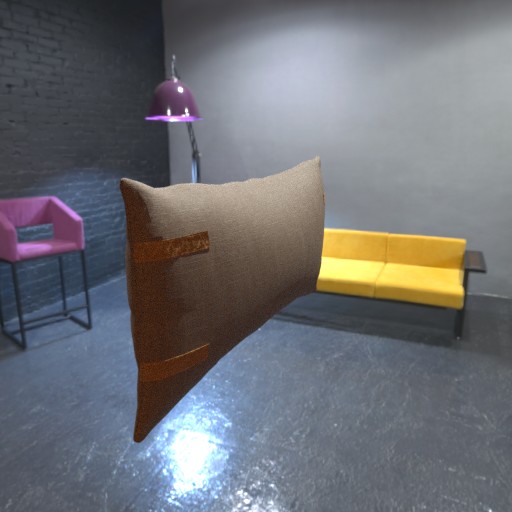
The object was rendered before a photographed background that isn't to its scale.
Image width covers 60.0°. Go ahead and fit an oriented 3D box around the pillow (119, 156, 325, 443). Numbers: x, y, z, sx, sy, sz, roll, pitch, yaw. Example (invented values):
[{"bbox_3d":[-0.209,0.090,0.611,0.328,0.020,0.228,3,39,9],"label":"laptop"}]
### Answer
[{"bbox_3d":[0.000,0.000,0.737,0.148,0.308,0.612,7,16,26],"label":"pillow"}]
